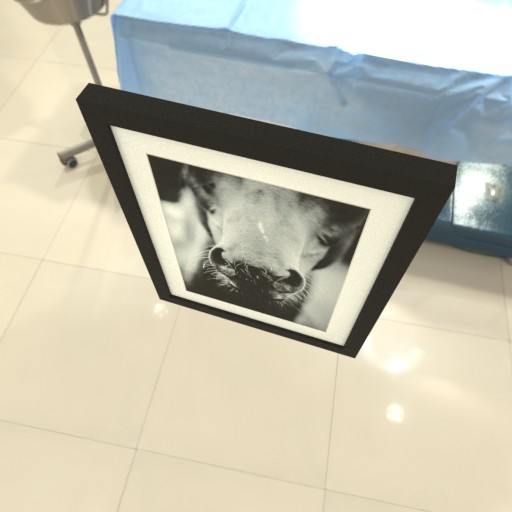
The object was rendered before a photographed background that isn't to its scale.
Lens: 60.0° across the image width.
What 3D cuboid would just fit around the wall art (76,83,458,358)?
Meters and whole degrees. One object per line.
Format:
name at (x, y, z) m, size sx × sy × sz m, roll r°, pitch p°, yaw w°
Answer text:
wall art at (0.000, 0.000, 0.544) m, size 0.329 × 0.404 × 0.024 m, roll 15°, pitch 60°, yaw 9°
